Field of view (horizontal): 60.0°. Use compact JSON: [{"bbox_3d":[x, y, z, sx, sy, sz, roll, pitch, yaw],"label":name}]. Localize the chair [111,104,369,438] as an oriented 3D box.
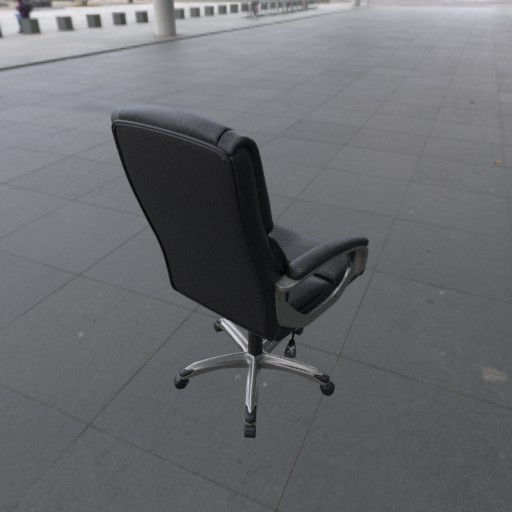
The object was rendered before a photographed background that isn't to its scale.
[{"bbox_3d":[0.000,0.000,1.605,0.663,1.155,0.739,23,38,33],"label":"chair"}]
